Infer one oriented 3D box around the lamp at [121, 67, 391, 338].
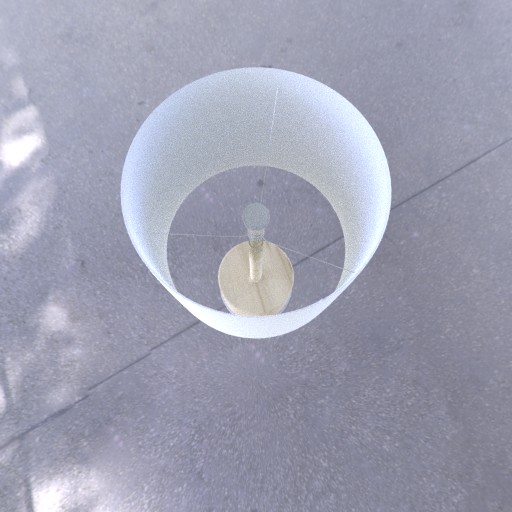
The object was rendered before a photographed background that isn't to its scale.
[{"bbox_3d":[0.000,0.000,0.598,0.229,0.470,0.229,-19,76,-5],"label":"lamp"}]
